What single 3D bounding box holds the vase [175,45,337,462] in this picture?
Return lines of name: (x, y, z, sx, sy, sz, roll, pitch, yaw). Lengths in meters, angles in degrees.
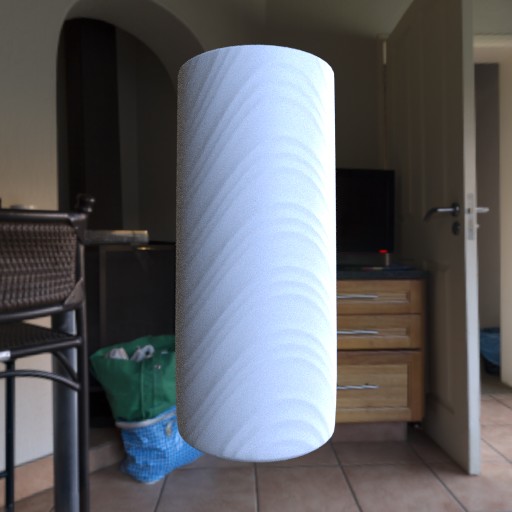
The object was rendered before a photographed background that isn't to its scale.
vase: (0.000, 0.000, 0.399, 0.143, 0.316, 0.143, 0, 1, 0)
